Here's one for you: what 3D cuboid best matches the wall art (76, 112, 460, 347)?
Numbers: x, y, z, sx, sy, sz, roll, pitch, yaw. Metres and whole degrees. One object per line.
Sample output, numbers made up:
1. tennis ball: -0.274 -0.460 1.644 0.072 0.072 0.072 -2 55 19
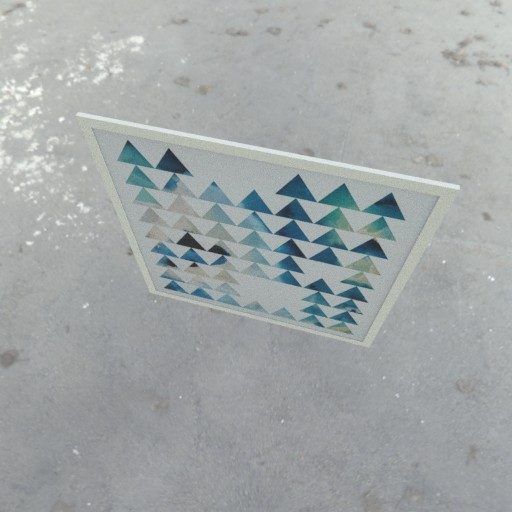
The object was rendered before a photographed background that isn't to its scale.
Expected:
1. wall art: 0.000 0.000 1.247 0.809 0.809 0.012 13 58 8
